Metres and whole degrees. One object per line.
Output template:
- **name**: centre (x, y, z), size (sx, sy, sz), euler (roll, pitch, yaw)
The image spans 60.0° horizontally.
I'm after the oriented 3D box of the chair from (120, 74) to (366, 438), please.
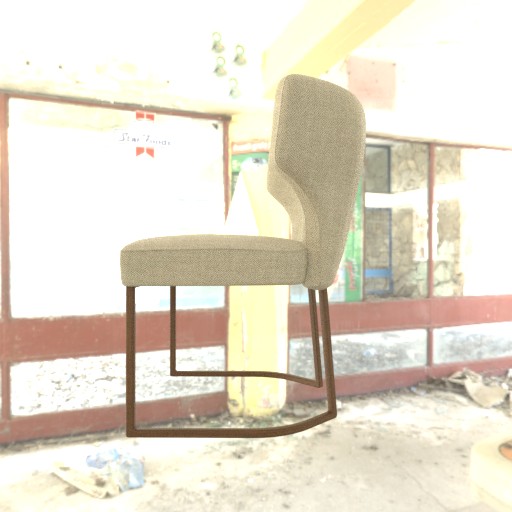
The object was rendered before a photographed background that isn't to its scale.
- **chair**: centre (0.000, 0.000, 1.259), size (0.617, 0.824, 0.611), euler (0, 0, 0)
